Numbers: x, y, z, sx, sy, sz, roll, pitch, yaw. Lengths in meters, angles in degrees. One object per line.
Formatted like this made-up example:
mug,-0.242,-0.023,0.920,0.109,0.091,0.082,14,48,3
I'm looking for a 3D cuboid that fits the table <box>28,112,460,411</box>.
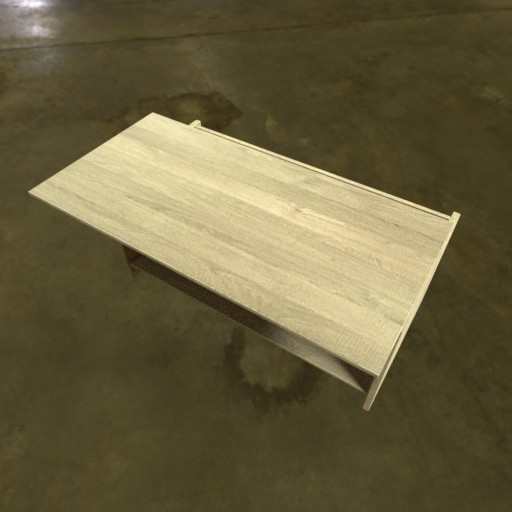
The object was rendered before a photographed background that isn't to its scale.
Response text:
table,0.000,0.000,1.419,1.000,0.570,0.712,25,52,22
